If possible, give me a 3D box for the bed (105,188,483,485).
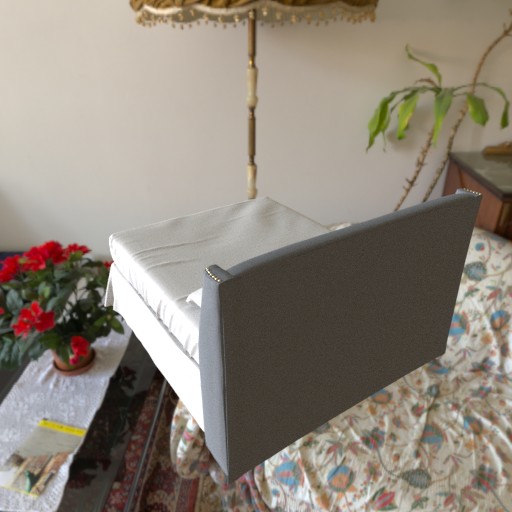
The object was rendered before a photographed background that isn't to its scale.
[{"bbox_3d":[0.000,0.000,3.399,1.925,1.332,2.276,-18,32,-30],"label":"bed"}]
